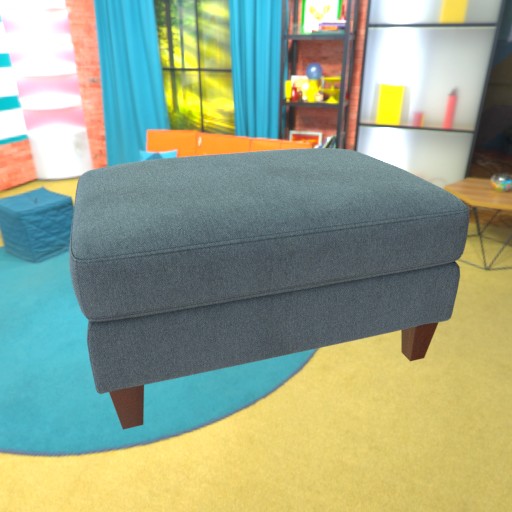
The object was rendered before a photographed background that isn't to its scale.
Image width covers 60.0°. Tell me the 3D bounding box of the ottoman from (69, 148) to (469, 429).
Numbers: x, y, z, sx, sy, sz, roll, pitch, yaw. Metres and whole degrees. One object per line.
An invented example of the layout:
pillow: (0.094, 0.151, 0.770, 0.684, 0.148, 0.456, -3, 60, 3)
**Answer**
ottoman: (0.000, 0.000, 1.174, 0.864, 0.483, 0.584, -8, 27, -16)
